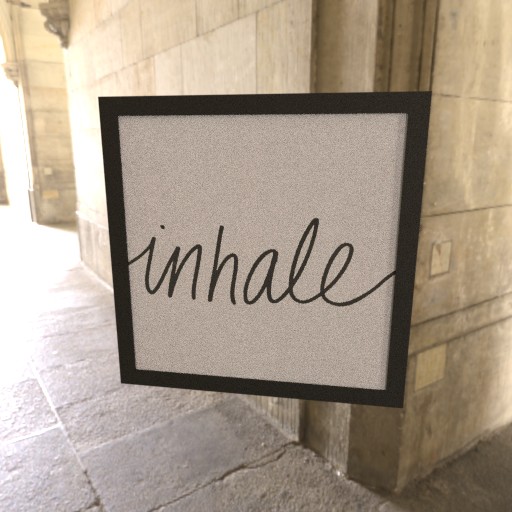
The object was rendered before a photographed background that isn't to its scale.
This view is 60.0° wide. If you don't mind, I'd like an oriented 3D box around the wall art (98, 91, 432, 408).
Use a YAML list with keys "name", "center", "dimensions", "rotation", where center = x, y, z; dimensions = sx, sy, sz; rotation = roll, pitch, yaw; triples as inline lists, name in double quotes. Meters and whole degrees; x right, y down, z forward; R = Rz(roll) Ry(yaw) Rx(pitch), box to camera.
- name: "wall art"
  center: [0.000, 0.000, 0.516]
  dimensions: [0.356, 0.356, 0.013]
  rotation: [2, 14, 9]
